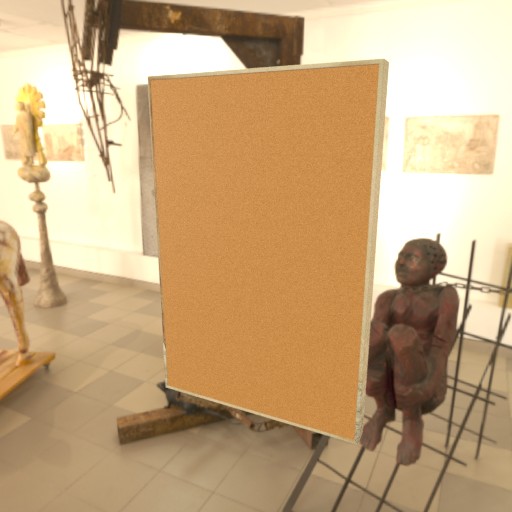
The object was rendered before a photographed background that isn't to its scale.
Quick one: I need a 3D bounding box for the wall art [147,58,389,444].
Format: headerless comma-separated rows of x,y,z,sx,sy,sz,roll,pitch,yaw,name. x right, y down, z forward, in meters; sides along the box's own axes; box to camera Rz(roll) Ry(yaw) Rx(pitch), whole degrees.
0.000,0.000,0.777,0.403,0.607,0.036,7,17,25,wall art
